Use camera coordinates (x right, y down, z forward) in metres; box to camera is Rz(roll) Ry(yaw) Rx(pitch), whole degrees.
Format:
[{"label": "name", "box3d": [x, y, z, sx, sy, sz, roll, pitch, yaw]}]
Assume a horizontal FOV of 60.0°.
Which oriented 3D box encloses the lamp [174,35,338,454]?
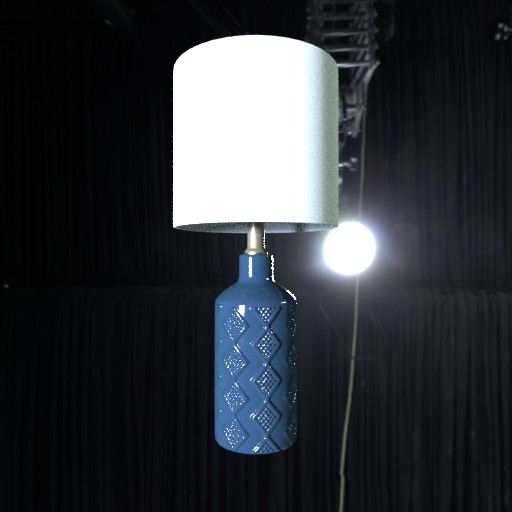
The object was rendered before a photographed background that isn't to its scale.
[{"label": "lamp", "box3d": [0.000, 0.000, 0.565, 0.207, 0.461, 0.207, 0, 0, 0]}]
